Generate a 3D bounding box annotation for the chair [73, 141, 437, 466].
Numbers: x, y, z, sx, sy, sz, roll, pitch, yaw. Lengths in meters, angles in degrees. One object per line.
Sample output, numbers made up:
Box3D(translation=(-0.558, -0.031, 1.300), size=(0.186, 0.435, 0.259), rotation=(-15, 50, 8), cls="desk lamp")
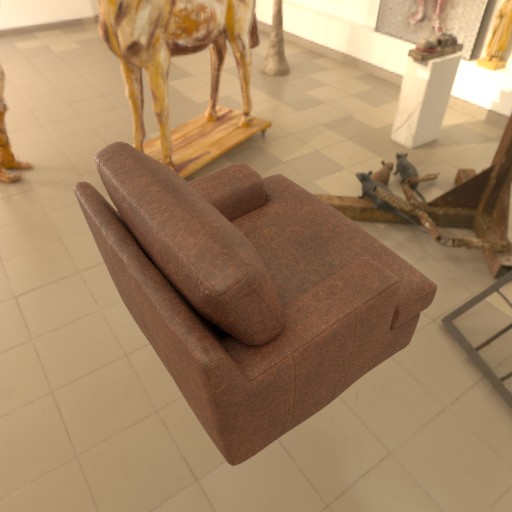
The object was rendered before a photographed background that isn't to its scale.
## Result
Box3D(translation=(0.000, 0.000, 1.956), size=(1.143, 0.939, 1.168), rotation=(-25, 47, -25), cls="chair")
